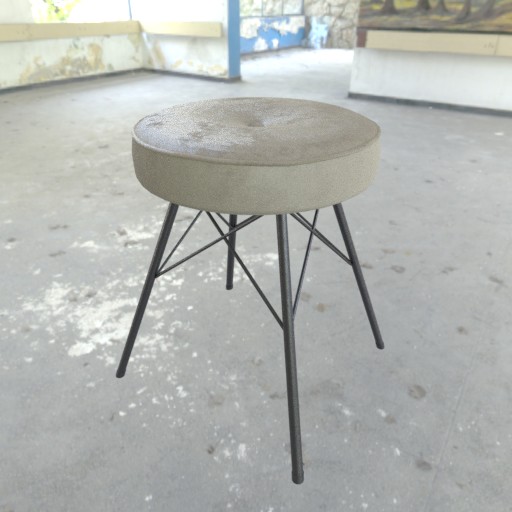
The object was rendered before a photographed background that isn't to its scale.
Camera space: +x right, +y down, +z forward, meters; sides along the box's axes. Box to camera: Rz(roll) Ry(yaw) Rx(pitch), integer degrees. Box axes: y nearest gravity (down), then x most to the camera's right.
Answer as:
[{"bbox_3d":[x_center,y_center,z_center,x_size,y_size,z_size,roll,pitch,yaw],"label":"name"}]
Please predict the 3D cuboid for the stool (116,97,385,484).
[{"bbox_3d":[0.000,0.000,0.864,0.457,0.538,0.423,18,35,29],"label":"stool"}]
